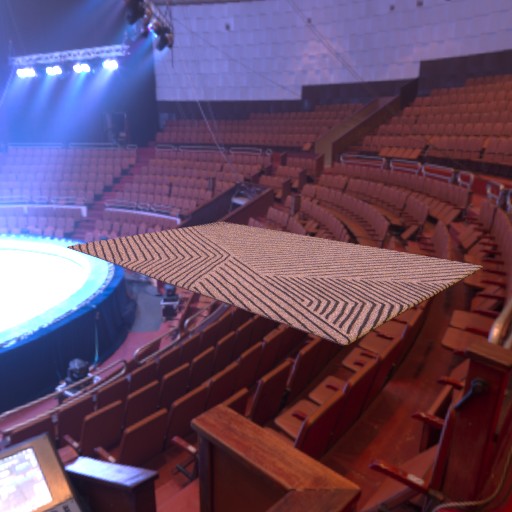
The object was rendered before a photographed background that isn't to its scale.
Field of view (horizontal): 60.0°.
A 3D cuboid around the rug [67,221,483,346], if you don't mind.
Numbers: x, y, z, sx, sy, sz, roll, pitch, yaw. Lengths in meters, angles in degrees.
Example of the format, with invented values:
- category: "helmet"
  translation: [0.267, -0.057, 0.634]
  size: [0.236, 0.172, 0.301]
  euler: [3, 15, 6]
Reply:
- category: "rug"
  translation: [0.000, 0.000, 2.994]
  size: [2.406, 0.023, 1.539]
  euler: [13, 19, 42]
